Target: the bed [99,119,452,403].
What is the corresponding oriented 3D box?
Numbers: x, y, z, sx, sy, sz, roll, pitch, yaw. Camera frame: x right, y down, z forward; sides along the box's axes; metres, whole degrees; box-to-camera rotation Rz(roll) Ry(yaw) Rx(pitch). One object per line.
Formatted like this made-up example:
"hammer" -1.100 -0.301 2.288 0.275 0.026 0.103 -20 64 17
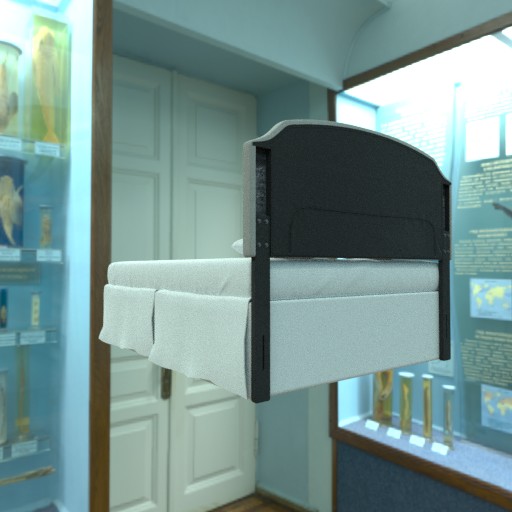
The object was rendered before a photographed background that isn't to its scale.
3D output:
"bed" 0.000 0.000 3.059 1.558 1.270 1.999 1 -2 -36
